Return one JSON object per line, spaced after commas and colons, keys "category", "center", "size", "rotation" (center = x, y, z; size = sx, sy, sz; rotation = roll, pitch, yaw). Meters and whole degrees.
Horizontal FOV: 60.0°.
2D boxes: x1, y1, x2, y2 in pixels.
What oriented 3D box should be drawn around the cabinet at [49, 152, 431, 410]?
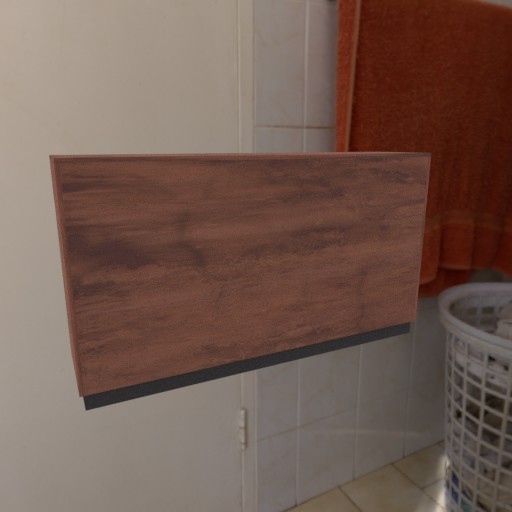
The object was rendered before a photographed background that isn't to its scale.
{"category": "cabinet", "center": [0.000, 0.000, 2.003], "size": [1.600, 0.900, 0.420], "rotation": [-7, 16, -25]}
